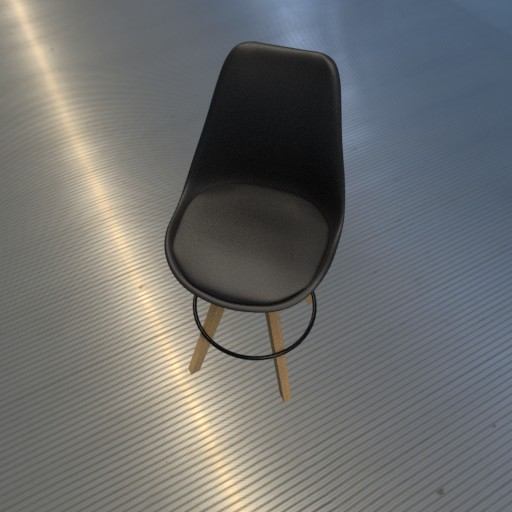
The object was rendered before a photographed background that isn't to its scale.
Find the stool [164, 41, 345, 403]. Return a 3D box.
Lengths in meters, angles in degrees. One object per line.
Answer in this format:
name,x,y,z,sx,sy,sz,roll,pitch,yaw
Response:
stool,0.000,0.000,1.417,0.485,1.115,0.550,14,57,9
